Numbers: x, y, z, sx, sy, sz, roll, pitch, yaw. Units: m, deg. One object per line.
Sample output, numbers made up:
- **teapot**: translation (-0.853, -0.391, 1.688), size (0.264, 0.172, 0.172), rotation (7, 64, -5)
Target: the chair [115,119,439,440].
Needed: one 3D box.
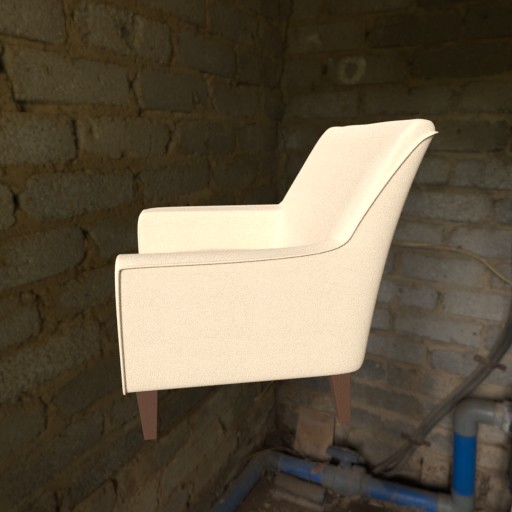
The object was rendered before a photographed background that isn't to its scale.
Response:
- **chair**: translation (0.000, 0.000, 1.599), size (0.899, 0.919, 0.780), rotation (-2, 15, -9)
